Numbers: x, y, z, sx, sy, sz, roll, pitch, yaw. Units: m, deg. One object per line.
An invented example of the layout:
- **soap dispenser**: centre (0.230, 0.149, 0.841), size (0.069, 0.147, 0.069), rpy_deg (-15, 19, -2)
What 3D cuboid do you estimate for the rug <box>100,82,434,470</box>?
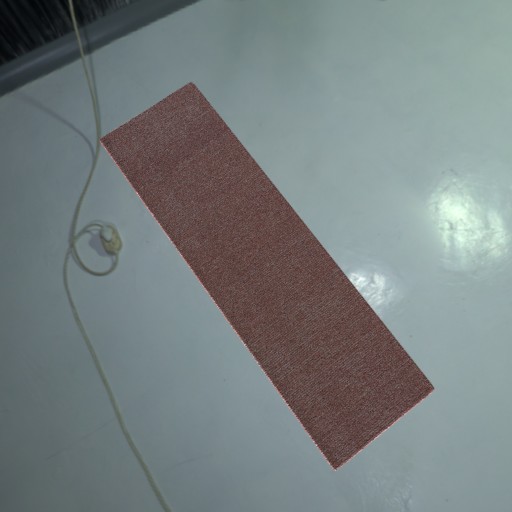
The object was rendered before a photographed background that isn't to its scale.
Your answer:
- **rug**: centre (0.000, 0.000, 2.529), size (0.687, 0.012, 2.307), rpy_deg (-35, 79, -8)
